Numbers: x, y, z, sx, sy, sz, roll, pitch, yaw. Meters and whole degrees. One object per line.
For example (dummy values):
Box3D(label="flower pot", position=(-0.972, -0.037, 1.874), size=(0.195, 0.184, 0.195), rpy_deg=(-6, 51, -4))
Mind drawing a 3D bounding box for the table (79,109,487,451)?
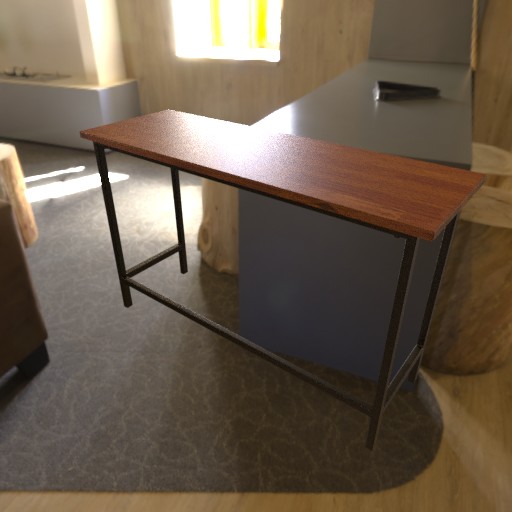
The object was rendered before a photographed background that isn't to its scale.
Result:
Box3D(label="table", position=(0.000, 0.000, 1.516), size=(1.204, 0.740, 0.408), rpy_deg=(22, 37, 32))
